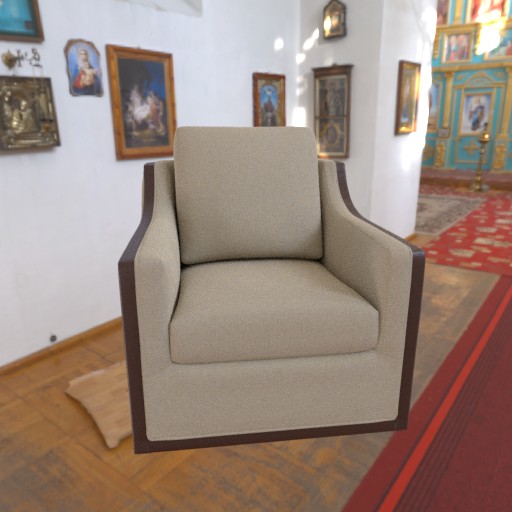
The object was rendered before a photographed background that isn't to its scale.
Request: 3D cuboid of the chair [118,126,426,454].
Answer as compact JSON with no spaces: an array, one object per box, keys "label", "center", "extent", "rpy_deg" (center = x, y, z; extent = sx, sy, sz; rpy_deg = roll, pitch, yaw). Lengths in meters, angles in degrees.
[{"label":"chair","center":[0.000,0.000,1.649],"extent":[0.870,0.930,0.950],"rpy_deg":[-2,16,-7]}]
